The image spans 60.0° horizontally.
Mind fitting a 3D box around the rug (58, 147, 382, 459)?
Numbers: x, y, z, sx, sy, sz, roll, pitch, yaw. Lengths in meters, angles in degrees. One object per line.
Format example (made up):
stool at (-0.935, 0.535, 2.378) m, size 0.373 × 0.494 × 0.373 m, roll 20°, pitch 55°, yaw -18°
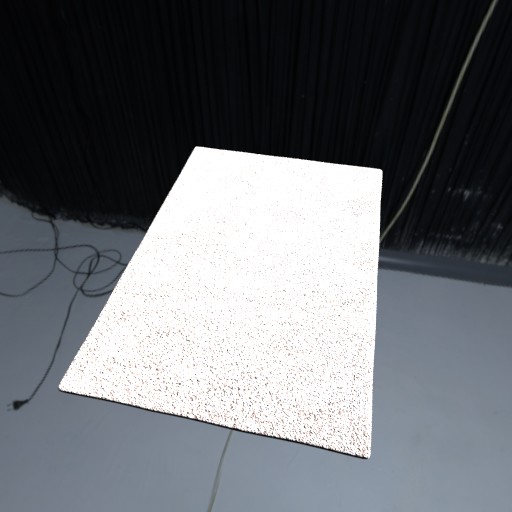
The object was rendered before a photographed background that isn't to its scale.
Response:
rug at (0.000, 0.000, 2.260) m, size 1.219 × 0.030 × 1.778 m, roll 9°, pitch 47°, yaw 9°
